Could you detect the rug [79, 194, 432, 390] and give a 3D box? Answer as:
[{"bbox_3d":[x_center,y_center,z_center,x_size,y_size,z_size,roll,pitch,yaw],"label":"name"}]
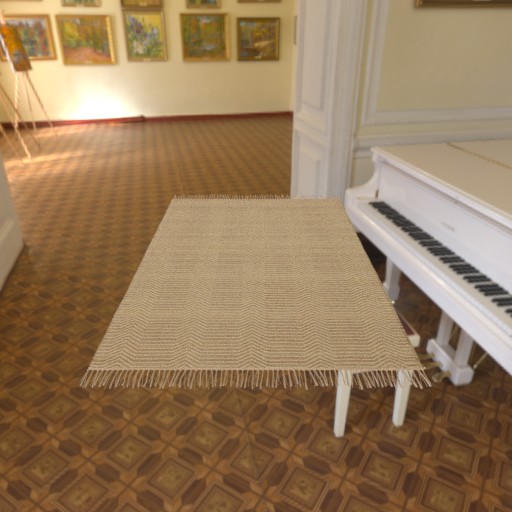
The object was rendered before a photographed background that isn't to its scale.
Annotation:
[{"bbox_3d":[0.000,0.000,3.023,1.528,0.034,2.523,0,27,0],"label":"rug"}]
